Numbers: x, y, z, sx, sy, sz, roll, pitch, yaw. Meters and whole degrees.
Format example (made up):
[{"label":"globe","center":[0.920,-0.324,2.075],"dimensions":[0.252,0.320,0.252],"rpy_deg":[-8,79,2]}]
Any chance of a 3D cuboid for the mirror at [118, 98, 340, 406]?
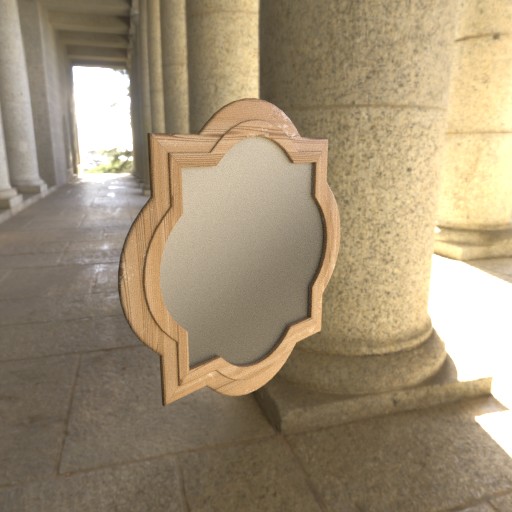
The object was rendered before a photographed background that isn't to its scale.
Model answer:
[{"label":"mirror","center":[0.000,0.000,1.044],"dimensions":[0.019,0.686,0.686],"rpy_deg":[13,19,43]}]
